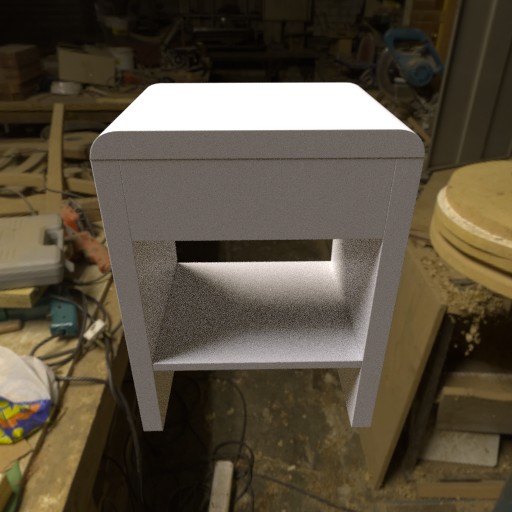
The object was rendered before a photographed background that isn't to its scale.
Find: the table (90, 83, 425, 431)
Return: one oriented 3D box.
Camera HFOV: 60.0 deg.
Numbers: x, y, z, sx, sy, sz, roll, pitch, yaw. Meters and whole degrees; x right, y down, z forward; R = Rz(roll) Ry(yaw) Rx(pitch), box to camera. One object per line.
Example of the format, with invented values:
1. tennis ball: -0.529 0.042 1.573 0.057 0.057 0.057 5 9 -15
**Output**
1. table: 0.000 0.000 0.876 0.450 0.590 0.350 -1 31 -1
